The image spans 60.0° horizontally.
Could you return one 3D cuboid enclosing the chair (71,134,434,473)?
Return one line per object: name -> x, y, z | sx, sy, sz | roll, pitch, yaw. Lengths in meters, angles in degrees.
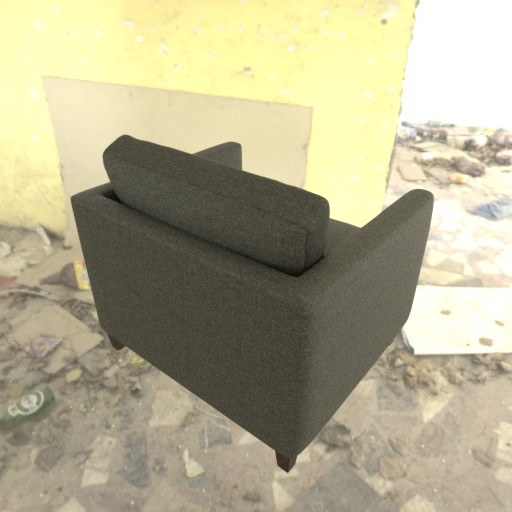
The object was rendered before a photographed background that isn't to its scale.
chair -> 0.000, 0.000, 1.833 | 1.107, 0.963, 0.959 | 23, 38, 33
